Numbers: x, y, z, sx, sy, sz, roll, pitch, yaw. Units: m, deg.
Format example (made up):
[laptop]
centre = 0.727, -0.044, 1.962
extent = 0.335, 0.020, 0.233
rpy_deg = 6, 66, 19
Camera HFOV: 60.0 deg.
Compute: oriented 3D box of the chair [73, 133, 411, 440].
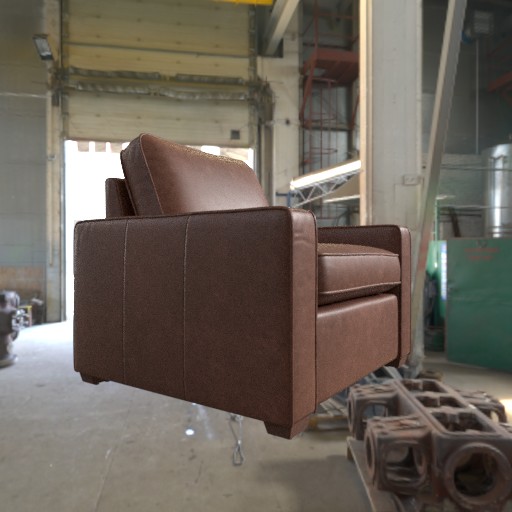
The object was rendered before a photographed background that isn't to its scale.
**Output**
[chair]
centre = 0.000, 0.000, 1.732
extent = 0.940, 0.919, 1.017
rpy_deg = 0, 0, 35
